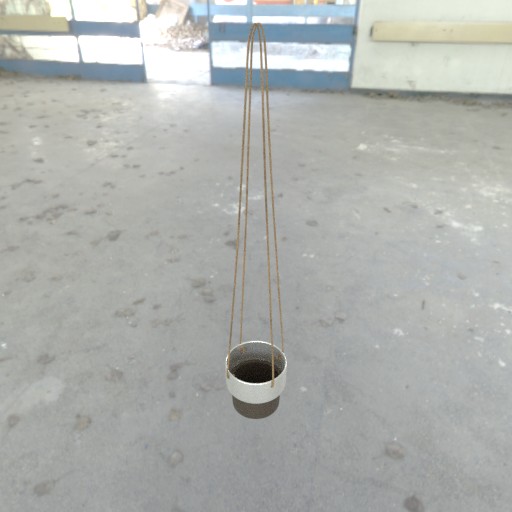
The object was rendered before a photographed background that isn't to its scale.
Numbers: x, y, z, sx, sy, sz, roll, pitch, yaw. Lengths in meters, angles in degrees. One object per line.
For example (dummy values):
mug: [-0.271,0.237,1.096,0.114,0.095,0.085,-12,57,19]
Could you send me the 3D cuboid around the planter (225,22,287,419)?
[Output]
planter: [0.000,0.000,1.151,0.187,1.073,0.187,8,31,13]
